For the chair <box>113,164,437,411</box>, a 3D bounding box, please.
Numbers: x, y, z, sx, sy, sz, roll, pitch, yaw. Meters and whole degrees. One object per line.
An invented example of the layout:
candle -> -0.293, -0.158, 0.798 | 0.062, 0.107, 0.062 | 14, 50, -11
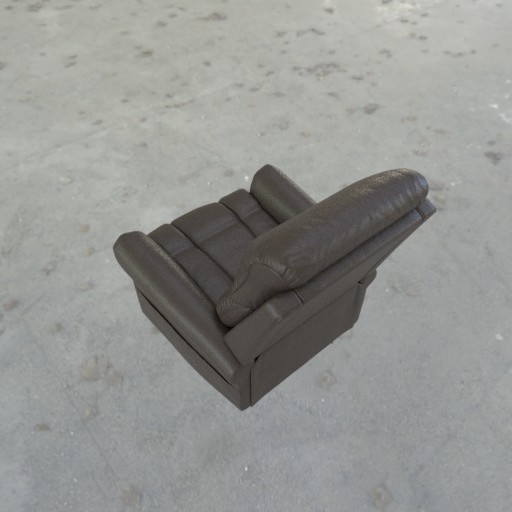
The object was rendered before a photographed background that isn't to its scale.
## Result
chair -> 0.000, 0.000, 1.760 | 0.869, 1.028, 0.978 | -31, 53, -27
